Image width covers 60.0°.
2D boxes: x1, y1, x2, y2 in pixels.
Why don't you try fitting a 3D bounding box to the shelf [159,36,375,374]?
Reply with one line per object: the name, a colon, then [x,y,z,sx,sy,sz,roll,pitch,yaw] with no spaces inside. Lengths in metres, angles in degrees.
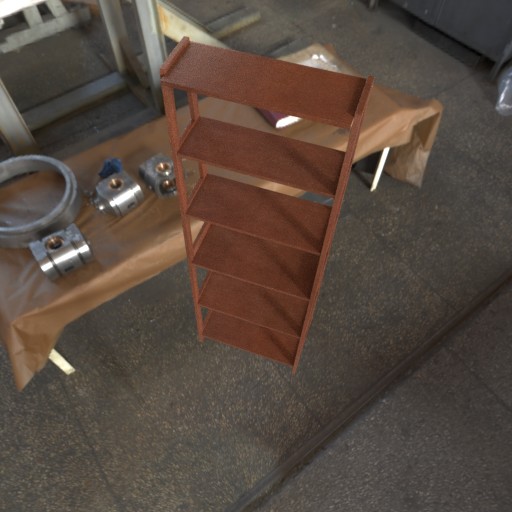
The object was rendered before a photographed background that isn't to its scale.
shelf: [0.000,0.000,2.153,0.660,1.892,0.382,17,59,10]
